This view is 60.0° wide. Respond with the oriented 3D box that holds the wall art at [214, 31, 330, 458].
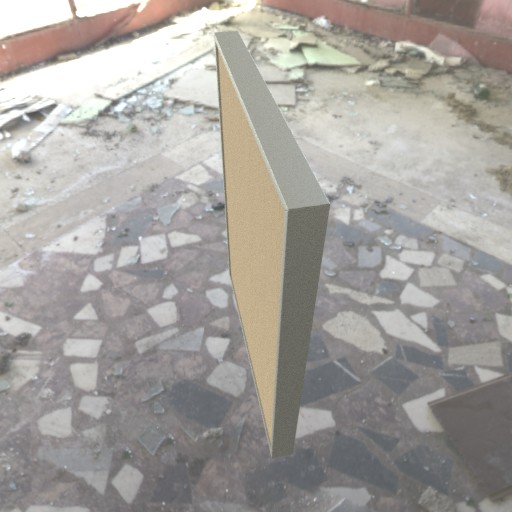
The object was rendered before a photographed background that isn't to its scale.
[{"bbox_3d":[0.000,0.000,0.732,0.039,0.553,0.445,-9,46,-8],"label":"wall art"}]
